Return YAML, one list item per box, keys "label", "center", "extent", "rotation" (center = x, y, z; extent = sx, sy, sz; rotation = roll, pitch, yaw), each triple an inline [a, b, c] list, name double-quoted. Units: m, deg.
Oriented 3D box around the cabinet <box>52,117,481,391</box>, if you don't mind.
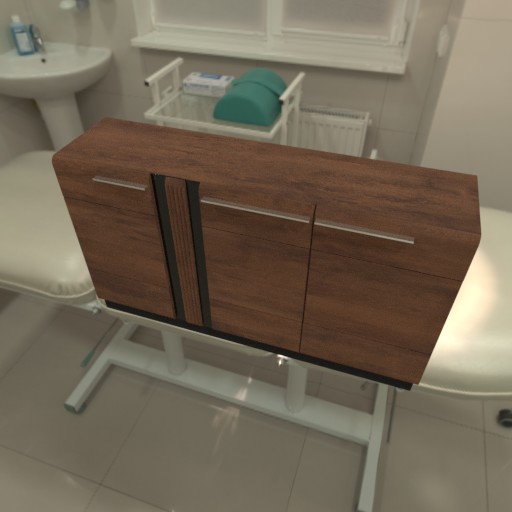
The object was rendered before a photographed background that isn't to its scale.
- label: "cabinet"
  center: [0.000, 0.000, 1.992]
  extent: [1.600, 0.900, 0.420]
  rotation: [13, 43, 14]
